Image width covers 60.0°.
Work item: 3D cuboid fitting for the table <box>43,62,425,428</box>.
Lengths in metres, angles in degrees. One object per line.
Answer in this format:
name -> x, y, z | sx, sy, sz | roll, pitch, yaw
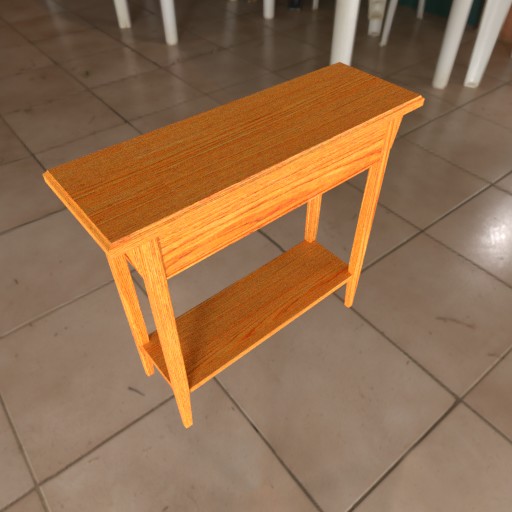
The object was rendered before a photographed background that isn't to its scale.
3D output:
table -> 0.000, 0.000, 1.125 | 0.762, 0.711, 0.254 | -30, 52, -27
